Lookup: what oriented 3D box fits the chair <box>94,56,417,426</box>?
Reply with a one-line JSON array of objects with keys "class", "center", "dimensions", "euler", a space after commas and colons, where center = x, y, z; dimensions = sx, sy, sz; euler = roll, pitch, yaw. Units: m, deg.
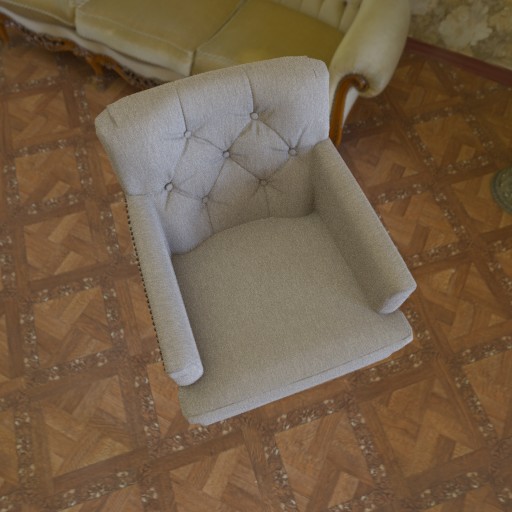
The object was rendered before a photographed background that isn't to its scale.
[{"class": "chair", "center": [0.000, 0.000, 1.487], "dimensions": [0.737, 0.823, 0.902], "euler": [-18, 64, -9]}]
